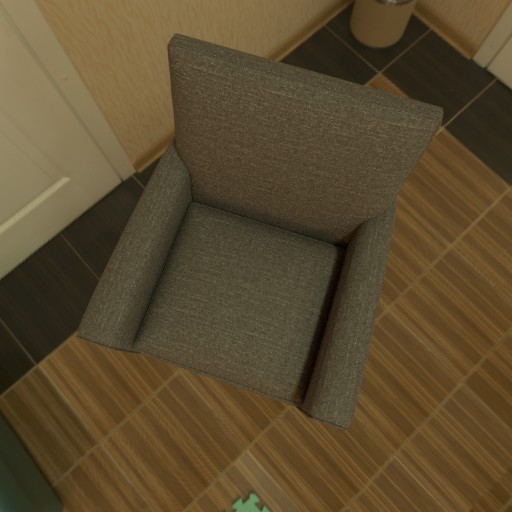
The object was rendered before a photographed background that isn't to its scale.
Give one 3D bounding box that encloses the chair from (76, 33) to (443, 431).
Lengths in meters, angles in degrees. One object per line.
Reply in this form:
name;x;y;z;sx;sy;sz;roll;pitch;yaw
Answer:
chair;0.000;0.000;1.511;0.838;0.885;0.875;18;76;4
